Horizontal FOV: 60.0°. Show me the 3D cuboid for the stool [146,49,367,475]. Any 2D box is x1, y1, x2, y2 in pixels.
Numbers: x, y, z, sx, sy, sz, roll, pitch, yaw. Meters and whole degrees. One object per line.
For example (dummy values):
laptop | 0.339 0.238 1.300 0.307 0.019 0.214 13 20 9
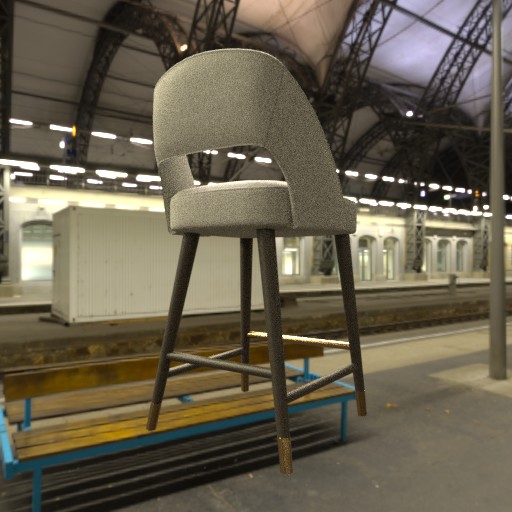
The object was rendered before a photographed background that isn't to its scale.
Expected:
stool | 0.000 0.000 1.235 0.494 0.940 0.509 0 -1 35
